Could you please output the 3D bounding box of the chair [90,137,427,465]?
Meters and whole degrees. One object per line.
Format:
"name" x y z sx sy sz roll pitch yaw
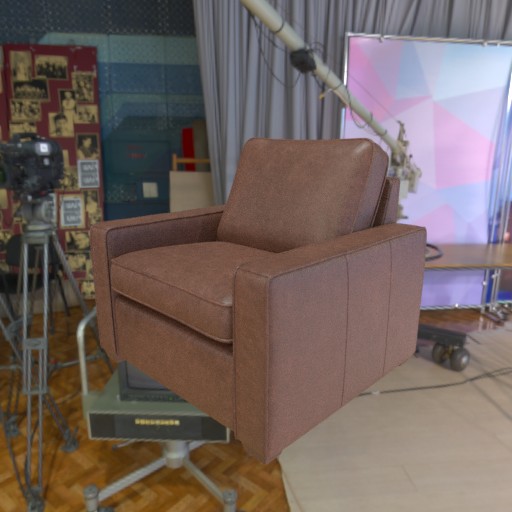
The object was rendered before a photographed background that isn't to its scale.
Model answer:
"chair" 0.000 0.000 1.776 1.017 0.919 0.940 14 21 43
